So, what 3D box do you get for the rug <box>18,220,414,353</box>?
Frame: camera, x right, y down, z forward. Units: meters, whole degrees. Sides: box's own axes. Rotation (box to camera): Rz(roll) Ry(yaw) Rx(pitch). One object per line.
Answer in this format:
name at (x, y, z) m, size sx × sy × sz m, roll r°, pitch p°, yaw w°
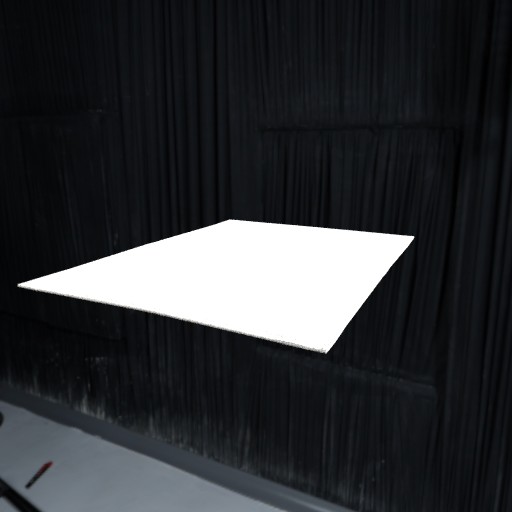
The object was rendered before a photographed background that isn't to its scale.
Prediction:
rug at (0.000, 0.000, 4.958) m, size 2.873 × 0.053 × 3.778 m, roll 7°, pitch 16°, yaw 26°
